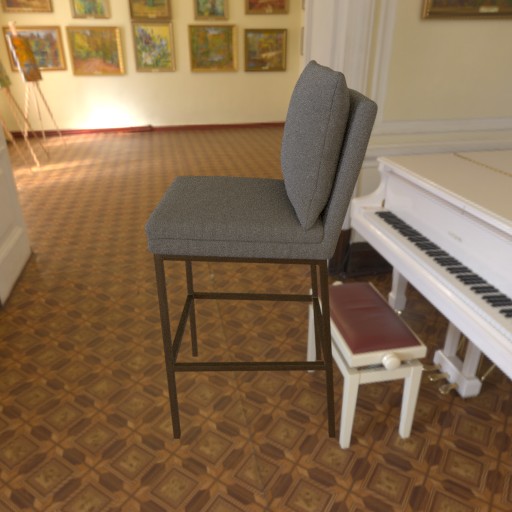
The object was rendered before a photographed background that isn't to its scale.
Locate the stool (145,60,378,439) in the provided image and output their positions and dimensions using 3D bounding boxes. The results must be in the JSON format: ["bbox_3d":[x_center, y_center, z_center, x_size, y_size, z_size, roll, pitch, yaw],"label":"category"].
[{"bbox_3d":[0.000,0.000,1.415,0.569,1.132,0.463,0,26,1],"label":"stool"}]
